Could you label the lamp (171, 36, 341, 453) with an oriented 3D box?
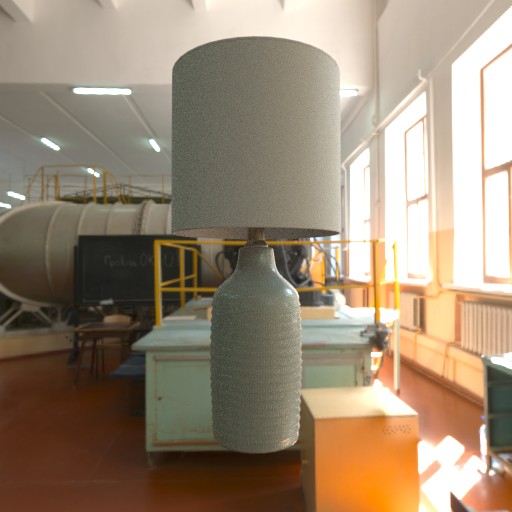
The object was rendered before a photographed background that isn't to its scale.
[{"bbox_3d":[0.000,0.000,0.588,0.220,0.475,0.220,-1,-1,33],"label":"lamp"}]
